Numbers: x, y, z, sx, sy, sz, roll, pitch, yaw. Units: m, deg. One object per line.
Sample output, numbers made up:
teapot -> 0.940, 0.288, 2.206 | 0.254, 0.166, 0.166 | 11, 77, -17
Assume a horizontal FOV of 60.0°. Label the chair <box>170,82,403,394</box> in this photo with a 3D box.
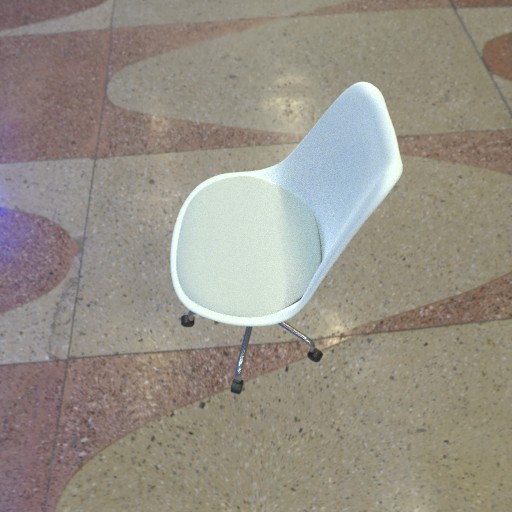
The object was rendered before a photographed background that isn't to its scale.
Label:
chair -> 0.000, 0.000, 1.254 | 0.550, 0.930, 0.550 | -2, 59, -1
